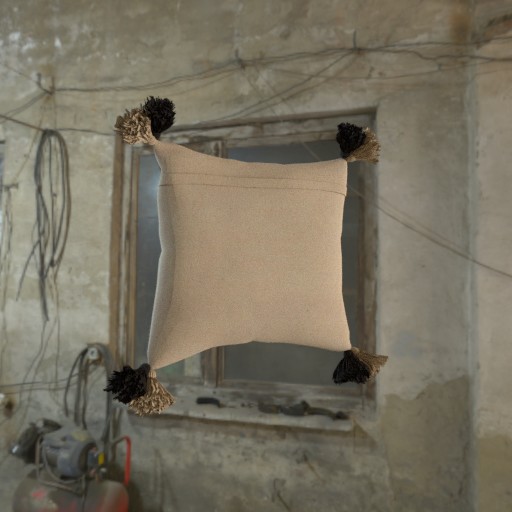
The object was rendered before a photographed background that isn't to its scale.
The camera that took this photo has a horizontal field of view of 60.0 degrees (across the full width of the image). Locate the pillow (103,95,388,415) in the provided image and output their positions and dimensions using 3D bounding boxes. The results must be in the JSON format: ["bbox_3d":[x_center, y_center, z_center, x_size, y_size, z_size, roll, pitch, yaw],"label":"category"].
[{"bbox_3d":[0.000,0.000,1.009,0.654,0.659,0.170,1,-2,-18],"label":"pillow"}]
